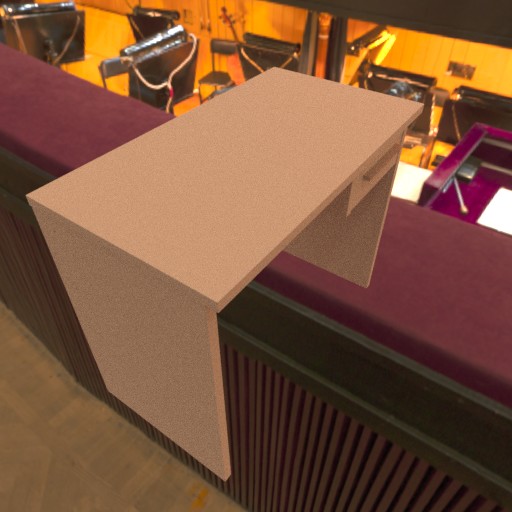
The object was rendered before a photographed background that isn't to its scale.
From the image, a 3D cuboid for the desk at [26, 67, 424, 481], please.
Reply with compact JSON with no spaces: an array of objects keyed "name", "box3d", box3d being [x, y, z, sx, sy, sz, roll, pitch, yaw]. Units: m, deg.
[{"name":"desk","box3d":[0.000,0.000,1.300,0.498,0.729,0.900,26,48,26]}]
